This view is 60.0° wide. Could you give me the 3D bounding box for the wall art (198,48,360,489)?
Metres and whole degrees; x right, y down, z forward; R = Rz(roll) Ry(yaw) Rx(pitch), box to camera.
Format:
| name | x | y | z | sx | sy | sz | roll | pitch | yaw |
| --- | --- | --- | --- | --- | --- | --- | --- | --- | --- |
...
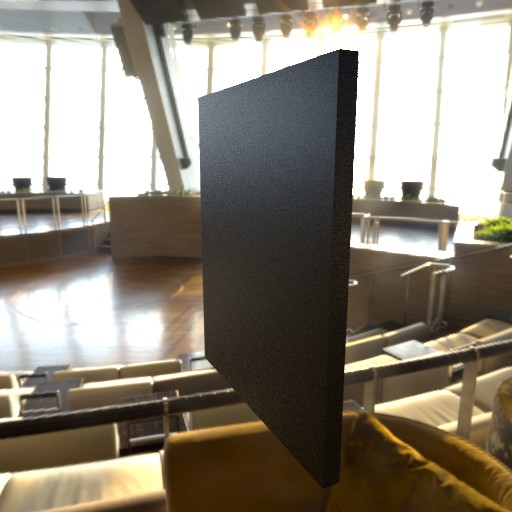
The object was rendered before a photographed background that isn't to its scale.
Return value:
| name | x | y | z | sx | sy | sz | roll | pitch | yaw |
| --- | --- | --- | --- | --- | --- | --- | --- | --- | --- |
| wall art | 0.000 | 0.000 | 0.748 | 0.028 | 0.557 | 0.457 | -6 | 14 | -26 |
